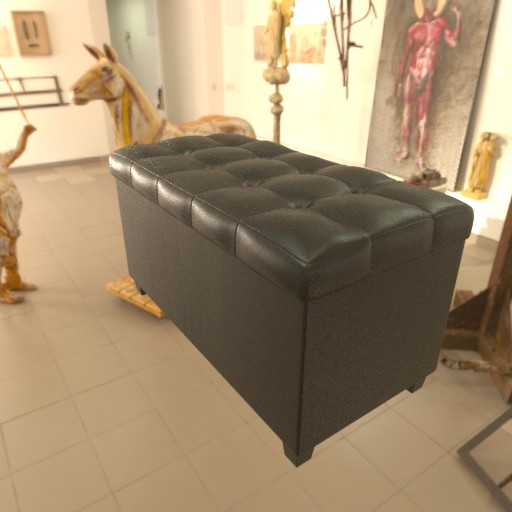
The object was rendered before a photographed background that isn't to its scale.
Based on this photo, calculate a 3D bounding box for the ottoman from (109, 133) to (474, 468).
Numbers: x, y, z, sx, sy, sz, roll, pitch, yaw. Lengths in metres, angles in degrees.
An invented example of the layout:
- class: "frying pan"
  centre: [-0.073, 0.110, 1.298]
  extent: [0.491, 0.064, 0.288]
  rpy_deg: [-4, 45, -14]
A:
- class: "ottoman"
  centre: [0.000, 0.000, 1.101]
  extent: [0.432, 0.470, 0.838]
  rpy_deg: [-17, 31, -31]
